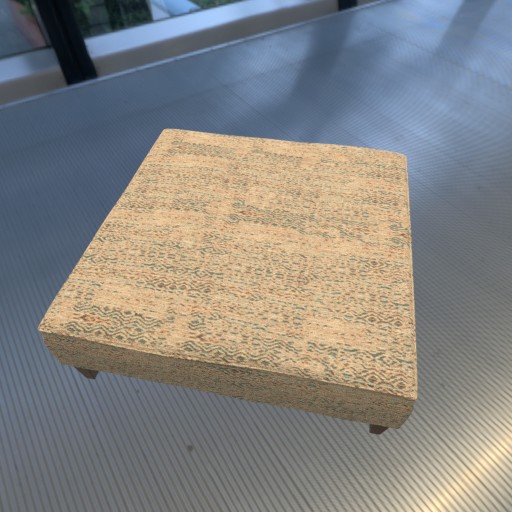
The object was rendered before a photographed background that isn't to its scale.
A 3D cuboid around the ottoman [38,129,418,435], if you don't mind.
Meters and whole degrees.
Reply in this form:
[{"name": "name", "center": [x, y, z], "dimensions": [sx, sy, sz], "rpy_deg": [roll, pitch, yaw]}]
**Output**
[{"name": "ottoman", "center": [0.000, 0.000, 1.511], "dimensions": [0.968, 0.356, 1.004], "rpy_deg": [8, 47, 8]}]
